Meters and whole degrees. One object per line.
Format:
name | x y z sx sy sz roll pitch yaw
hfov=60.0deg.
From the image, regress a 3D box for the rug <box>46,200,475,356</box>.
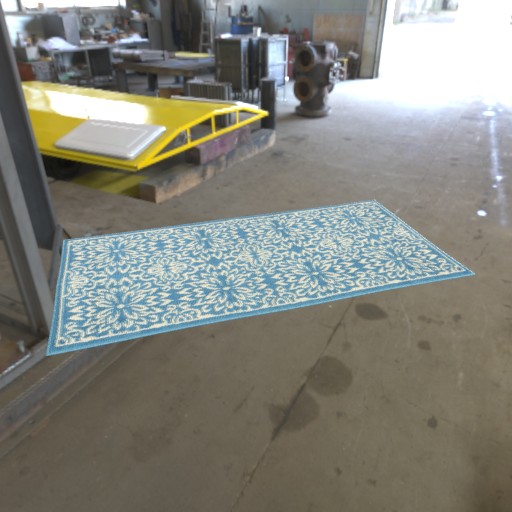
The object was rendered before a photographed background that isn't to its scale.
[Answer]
rug | 0.000 0.000 1.446 1.219 0.007 0.604 -9 31 -15
